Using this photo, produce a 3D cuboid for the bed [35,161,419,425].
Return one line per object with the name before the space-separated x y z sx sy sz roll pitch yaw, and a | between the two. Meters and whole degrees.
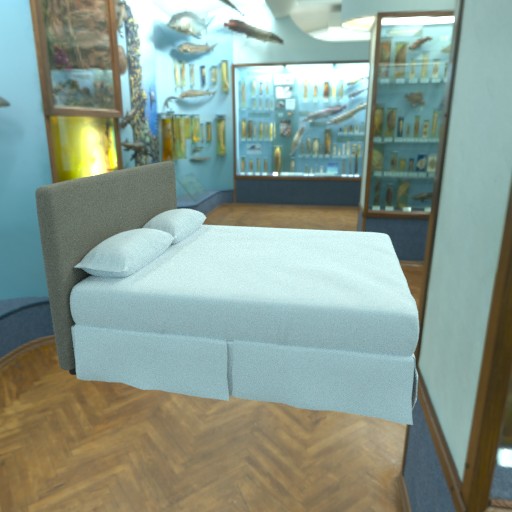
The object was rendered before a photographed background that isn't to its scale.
bed | 0.000 0.000 3.541 2.341 1.317 2.119 3 17 11
